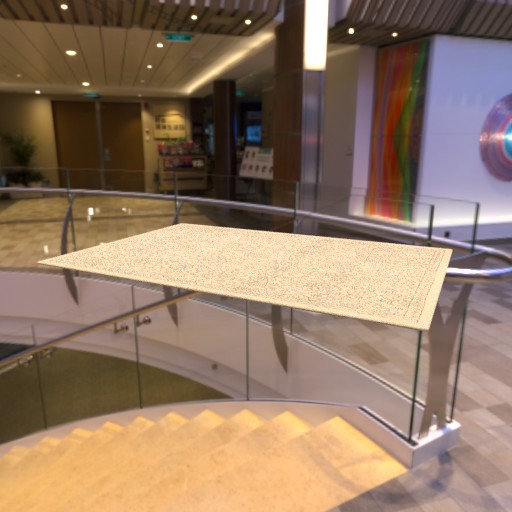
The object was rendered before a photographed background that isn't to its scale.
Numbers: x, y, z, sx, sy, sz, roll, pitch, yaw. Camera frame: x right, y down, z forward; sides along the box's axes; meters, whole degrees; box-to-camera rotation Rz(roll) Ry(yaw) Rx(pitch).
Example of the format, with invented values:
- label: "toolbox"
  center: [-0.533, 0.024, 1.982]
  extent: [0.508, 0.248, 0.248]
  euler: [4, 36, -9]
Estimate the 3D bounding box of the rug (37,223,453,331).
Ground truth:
- label: "rug"
  center: [0.000, 0.000, 2.325]
  extent: [1.829, 0.010, 1.219]
  euler: [7, 16, 26]
